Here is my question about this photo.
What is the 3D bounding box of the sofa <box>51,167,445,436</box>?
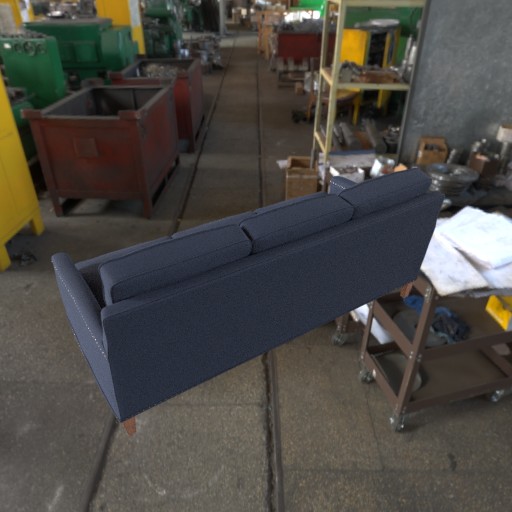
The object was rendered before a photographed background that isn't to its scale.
[{"bbox_3d":[0.000,0.000,2.822,2.246,1.003,1.084,-20,37,-28],"label":"sofa"}]
